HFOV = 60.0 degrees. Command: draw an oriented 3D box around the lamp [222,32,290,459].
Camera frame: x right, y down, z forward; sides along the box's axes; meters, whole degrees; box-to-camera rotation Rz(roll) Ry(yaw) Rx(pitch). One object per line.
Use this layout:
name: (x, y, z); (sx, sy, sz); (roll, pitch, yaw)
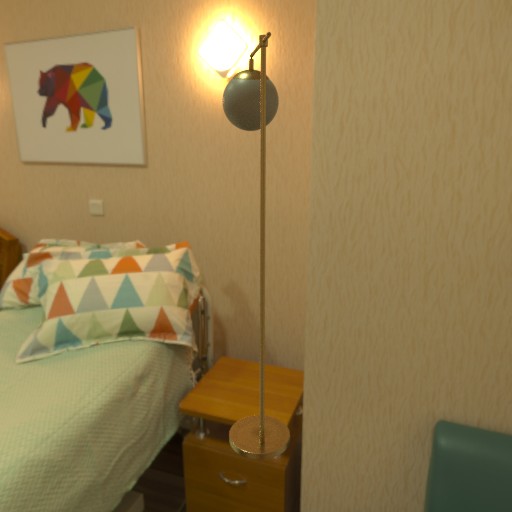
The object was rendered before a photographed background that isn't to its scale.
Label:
lamp: (0.000, 0.000, 1.720); (0.249, 1.505, 0.476); (-2, 15, -9)
